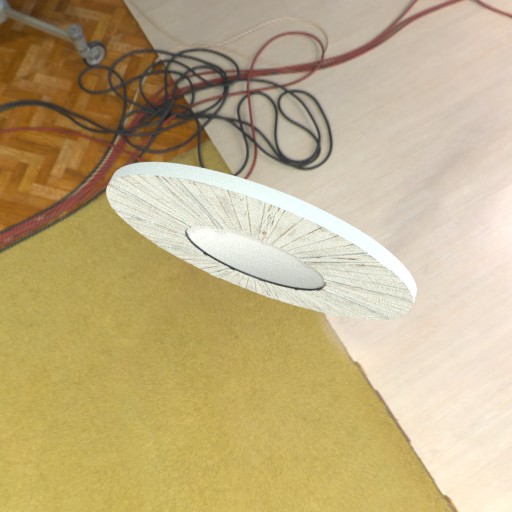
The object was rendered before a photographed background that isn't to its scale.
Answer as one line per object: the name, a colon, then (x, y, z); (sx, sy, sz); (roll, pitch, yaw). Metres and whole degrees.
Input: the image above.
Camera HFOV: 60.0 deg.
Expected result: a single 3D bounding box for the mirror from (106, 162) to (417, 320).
mirror: (0.000, 0.000, 1.313); (0.914, 0.914, 0.038); (20, 75, 6)
